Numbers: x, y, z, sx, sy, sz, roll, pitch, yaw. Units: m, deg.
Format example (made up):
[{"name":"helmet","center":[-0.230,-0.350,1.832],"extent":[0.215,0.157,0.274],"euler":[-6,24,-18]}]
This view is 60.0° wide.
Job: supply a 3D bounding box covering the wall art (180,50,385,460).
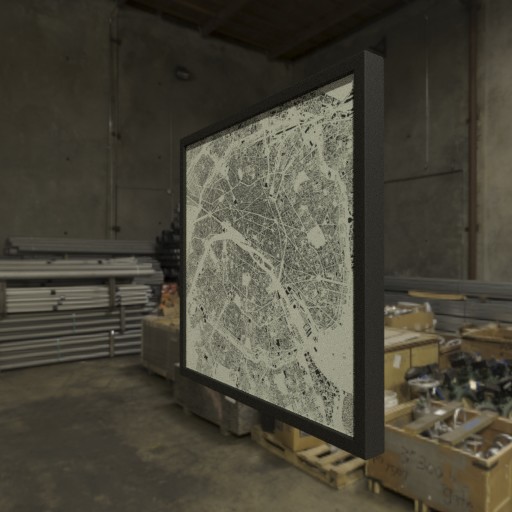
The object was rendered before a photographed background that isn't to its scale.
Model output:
[{"name":"wall art","center":[0.000,0.000,0.763],"extent":[0.037,0.508,0.508],"euler":[0,0,-36]}]
